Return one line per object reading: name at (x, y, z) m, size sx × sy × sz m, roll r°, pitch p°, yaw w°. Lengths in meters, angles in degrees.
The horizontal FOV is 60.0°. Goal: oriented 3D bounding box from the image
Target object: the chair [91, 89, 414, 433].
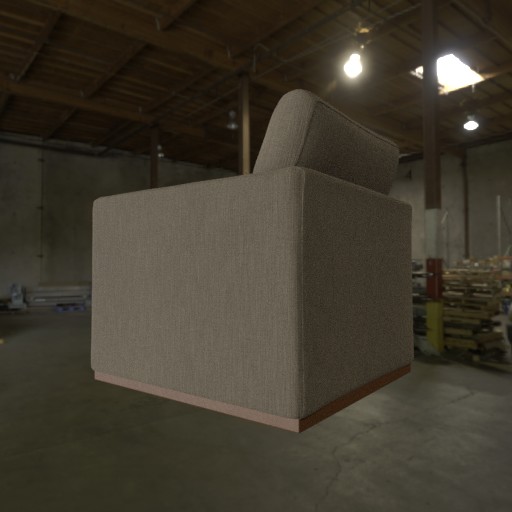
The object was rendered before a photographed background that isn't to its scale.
chair at (0.000, 0.000, 1.511) m, size 0.834 × 0.811 × 0.763 m, roll -1°, pitch -2°, yaw 37°
